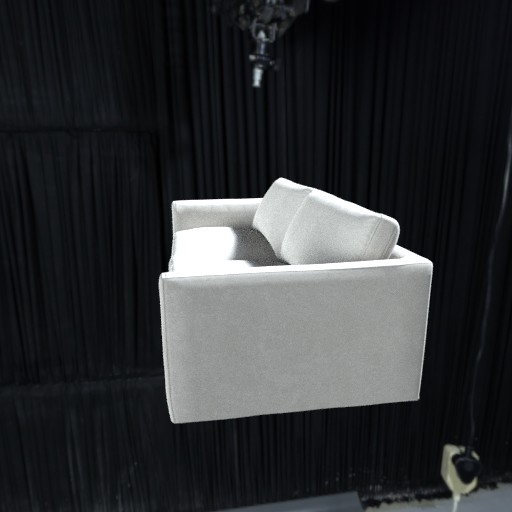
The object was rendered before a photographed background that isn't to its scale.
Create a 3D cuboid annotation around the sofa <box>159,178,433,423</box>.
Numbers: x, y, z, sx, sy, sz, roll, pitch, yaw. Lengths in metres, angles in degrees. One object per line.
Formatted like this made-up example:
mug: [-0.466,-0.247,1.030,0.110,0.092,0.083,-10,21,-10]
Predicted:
sofa: [0.000,0.000,2.801,1.090,0.838,2.588,-2,14,-9]
